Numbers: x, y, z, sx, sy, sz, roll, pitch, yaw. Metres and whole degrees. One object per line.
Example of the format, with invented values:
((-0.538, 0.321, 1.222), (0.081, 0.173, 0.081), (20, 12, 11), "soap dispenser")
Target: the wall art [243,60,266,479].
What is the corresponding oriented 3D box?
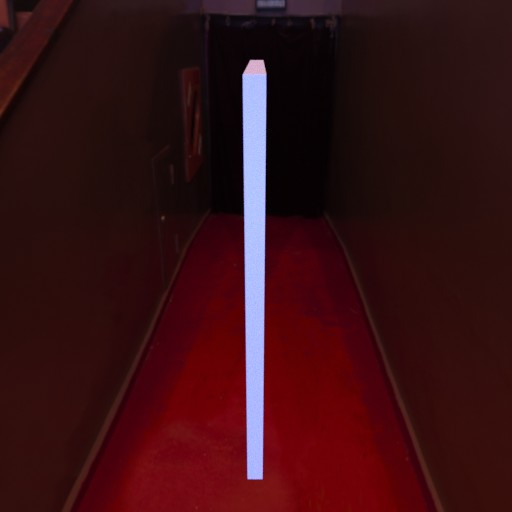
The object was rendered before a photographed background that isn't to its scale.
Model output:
((0.000, 0.000, 1.157), (0.037, 0.916, 0.610), (0, 26, 0), "wall art")
